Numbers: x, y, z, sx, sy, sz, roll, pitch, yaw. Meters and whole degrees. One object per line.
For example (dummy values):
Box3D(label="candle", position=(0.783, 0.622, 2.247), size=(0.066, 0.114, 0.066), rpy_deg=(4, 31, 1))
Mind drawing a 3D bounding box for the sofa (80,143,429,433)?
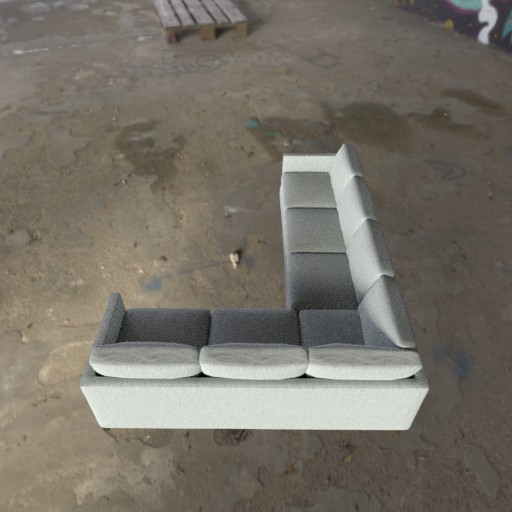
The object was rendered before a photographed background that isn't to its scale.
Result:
Box3D(label="sofa", position=(0.000, 0.000, 4.487), size=(2.522, 0.934, 3.333), rpy_deg=(0, 42, 0))
